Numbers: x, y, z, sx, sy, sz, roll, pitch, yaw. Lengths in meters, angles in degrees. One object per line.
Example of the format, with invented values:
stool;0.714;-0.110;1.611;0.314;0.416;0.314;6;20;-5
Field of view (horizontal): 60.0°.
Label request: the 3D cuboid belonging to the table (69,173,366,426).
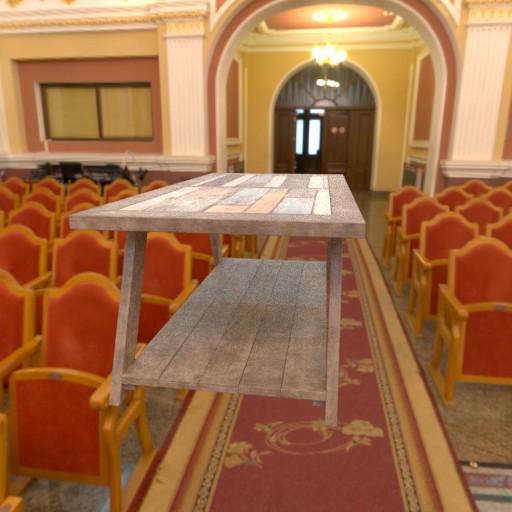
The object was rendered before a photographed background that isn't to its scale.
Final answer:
table;0.000;0.000;1.529;0.610;0.470;1.219;2;15;8
